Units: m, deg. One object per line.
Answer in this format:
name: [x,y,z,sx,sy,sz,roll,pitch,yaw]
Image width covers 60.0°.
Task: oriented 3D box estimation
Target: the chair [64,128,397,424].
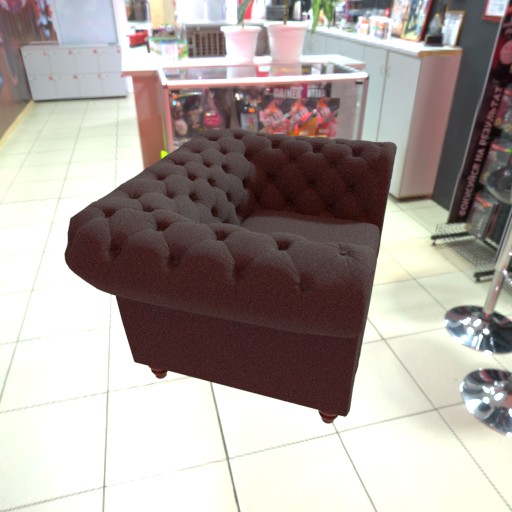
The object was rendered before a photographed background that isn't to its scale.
chair: [0.000,0.000,1.863,0.976,0.770,1.270,10,33,16]
